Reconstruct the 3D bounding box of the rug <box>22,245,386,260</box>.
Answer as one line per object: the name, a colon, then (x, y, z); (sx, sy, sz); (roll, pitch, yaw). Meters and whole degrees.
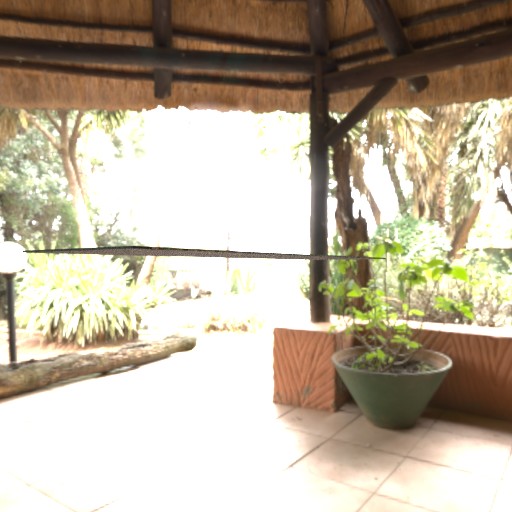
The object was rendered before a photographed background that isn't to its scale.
rug: (0.000, 0.000, 2.697); (0.744, 0.010, 2.441); (-1, -2, 36)
